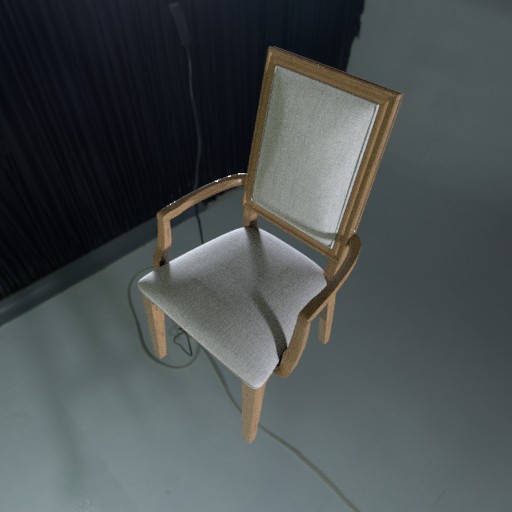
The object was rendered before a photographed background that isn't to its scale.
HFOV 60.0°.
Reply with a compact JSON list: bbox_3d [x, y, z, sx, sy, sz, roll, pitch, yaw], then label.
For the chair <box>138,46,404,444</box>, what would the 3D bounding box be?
[{"bbox_3d":[0.000,0.000,1.373,0.606,0.990,0.602,34,55,28],"label":"chair"}]
